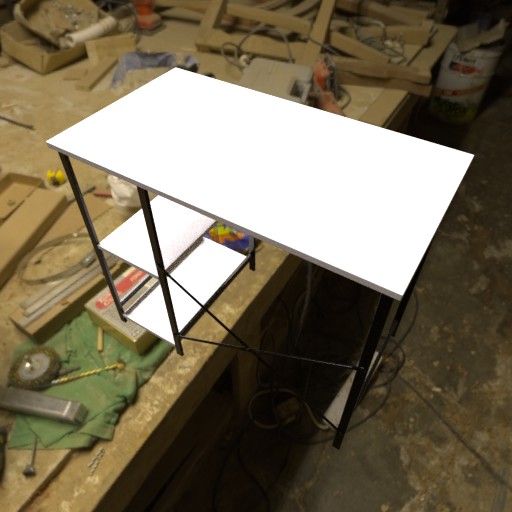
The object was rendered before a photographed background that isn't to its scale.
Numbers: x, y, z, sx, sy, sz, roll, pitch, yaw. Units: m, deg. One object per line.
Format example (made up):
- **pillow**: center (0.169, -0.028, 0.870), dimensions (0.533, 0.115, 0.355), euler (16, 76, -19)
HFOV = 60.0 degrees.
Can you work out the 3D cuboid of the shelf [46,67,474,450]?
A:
- **shelf**: center (0.000, 0.000, 1.335), dimensions (0.902, 0.750, 0.498), euler (24, 51, 22)
